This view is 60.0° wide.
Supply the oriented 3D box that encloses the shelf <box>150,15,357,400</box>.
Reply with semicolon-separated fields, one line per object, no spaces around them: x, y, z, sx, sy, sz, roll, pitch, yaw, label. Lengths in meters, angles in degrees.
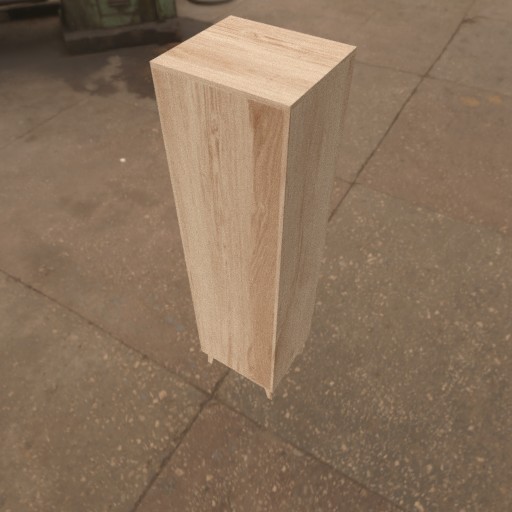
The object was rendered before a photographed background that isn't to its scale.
0.000;0.000;2.164;0.510;1.960;0.450;25;53;21;shelf
